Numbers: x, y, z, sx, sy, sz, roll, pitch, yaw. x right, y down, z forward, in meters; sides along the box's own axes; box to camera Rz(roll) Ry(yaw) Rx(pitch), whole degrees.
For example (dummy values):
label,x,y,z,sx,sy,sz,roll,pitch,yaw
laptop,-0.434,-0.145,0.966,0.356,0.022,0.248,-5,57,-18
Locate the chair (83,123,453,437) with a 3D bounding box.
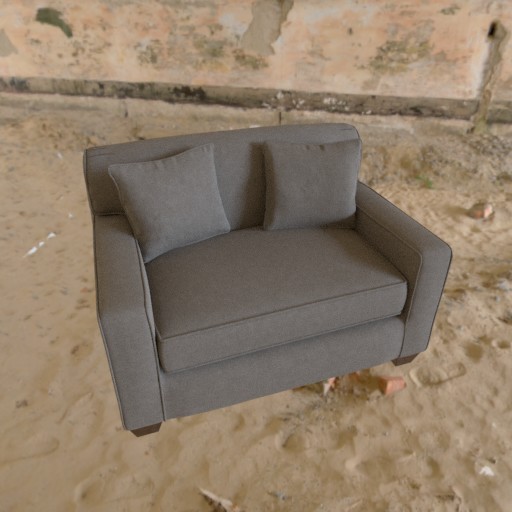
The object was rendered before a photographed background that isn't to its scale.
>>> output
label,x,y,z,sx,sy,sz,roll,pitch,yaw
chair,0.000,0.000,2.041,1.395,0.953,0.992,-10,33,-16
